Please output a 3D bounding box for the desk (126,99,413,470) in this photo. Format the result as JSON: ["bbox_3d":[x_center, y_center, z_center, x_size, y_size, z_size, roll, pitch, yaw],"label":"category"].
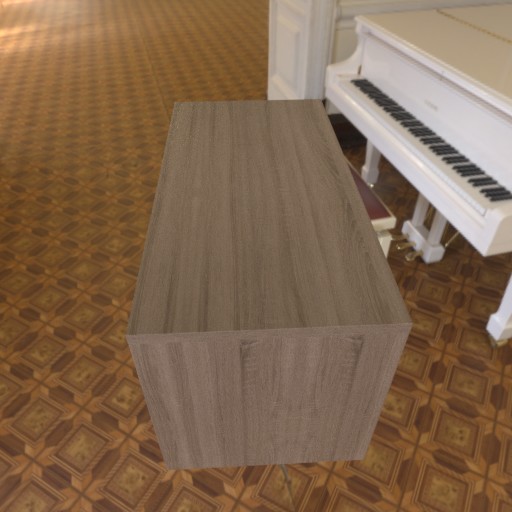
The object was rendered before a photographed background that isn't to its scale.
[{"bbox_3d":[0.000,0.000,1.824,0.690,0.745,1.380,-2,41,-2],"label":"desk"}]
